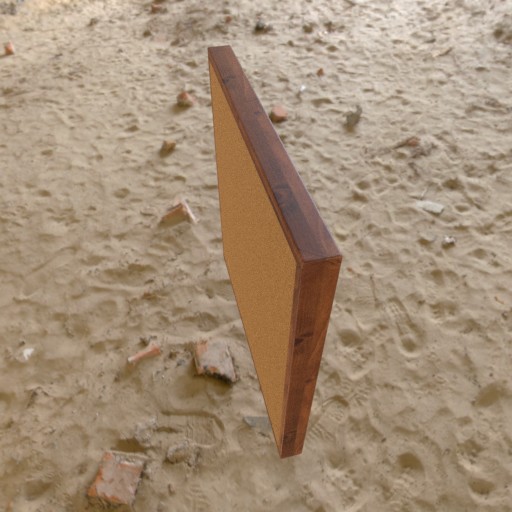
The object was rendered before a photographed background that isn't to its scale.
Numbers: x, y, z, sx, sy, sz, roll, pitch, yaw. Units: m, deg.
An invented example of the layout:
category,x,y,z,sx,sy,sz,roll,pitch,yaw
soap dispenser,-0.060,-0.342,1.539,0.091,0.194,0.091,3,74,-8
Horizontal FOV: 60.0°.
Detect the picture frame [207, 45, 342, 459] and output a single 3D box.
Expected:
category,x,y,z,sx,sy,sz,roll,pitch,yaw
picture frame,0.000,0.000,0.531,0.028,0.356,0.352,-10,48,-10
